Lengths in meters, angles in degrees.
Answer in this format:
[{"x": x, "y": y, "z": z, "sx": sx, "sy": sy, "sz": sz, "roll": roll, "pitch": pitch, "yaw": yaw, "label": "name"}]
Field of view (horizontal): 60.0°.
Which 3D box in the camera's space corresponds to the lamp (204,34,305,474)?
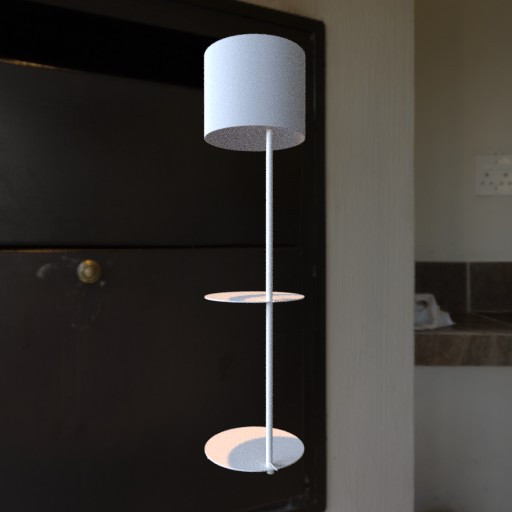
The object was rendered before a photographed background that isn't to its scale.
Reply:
[{"x": 0.000, "y": 0.000, "z": 1.639, "sx": 0.372, "sy": 1.465, "sz": 0.405, "roll": 0, "pitch": 1, "yaw": -19, "label": "lamp"}]
